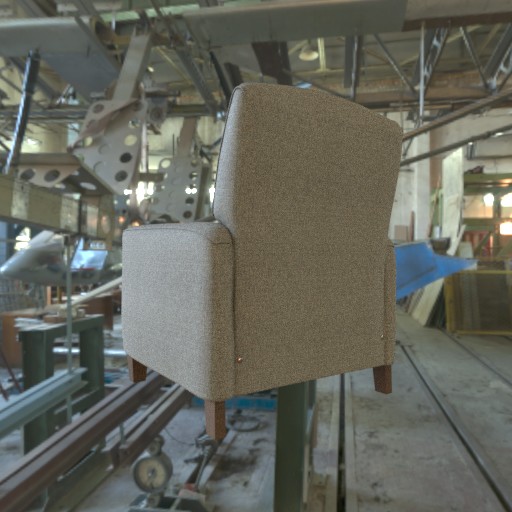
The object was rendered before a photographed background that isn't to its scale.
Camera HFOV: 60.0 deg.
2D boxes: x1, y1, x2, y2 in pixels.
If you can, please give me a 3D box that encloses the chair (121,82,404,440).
[{"bbox_3d":[0.000,0.000,1.712,0.848,1.014,0.864,0,0,-34],"label":"chair"}]
